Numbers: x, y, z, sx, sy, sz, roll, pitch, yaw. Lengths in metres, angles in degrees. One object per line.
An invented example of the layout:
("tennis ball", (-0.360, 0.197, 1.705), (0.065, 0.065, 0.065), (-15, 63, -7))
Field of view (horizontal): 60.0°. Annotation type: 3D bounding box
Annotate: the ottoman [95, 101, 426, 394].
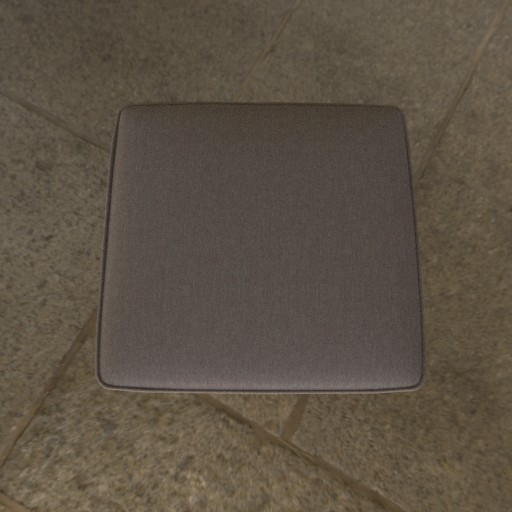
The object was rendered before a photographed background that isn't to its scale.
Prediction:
("ottoman", (0.000, 0.000, 1.398), (0.871, 0.612, 0.808), (0, 77, 0))
